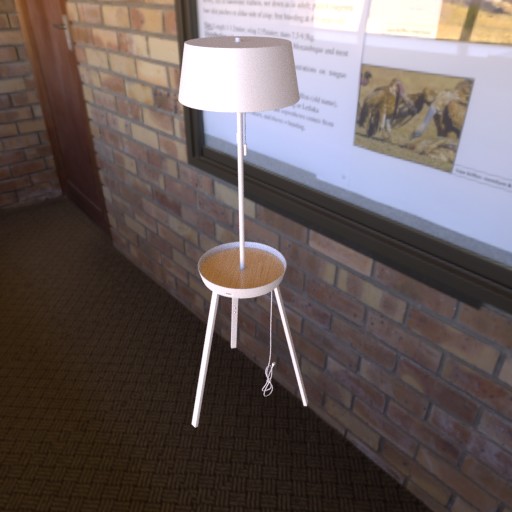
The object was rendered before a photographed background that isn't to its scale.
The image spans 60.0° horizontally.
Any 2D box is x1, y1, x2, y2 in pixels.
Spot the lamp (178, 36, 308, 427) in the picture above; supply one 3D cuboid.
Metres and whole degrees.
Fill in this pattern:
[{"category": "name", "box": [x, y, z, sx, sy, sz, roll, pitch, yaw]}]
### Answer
[{"category": "lamp", "box": [0.000, 0.000, 1.613, 0.468, 1.429, 0.508, 9, 33, 14]}]
